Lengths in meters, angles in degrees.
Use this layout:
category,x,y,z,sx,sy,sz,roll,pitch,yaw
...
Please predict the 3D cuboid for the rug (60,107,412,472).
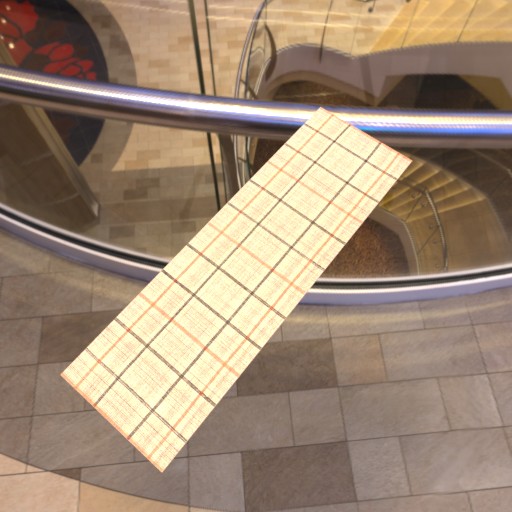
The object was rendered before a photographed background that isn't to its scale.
category,x,y,z,sx,sy,sz,roll,pitch,yaw
rug,0.000,0.000,2.706,0.762,0.008,2.439,36,70,15
